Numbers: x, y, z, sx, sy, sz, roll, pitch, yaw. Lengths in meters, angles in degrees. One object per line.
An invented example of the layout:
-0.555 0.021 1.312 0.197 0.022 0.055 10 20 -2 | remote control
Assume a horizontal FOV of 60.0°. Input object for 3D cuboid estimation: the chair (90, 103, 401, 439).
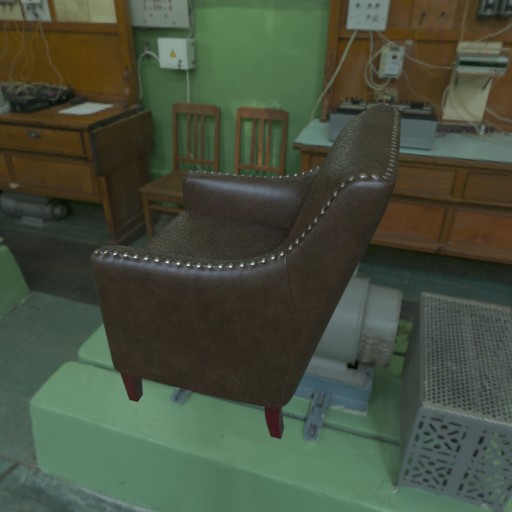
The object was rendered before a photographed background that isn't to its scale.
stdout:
0.000 0.000 1.317 0.704 0.813 0.639 9 32 14 | chair
